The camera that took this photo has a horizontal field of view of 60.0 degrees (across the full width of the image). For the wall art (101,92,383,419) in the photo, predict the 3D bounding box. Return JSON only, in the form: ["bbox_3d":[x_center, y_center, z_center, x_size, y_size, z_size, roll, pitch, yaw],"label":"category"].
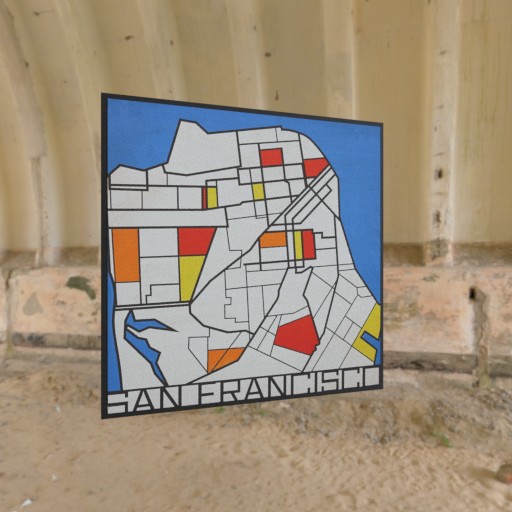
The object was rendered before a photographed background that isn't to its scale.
[{"bbox_3d":[0.000,0.000,1.006,0.664,0.663,0.015,0,0,-18],"label":"wall art"}]
